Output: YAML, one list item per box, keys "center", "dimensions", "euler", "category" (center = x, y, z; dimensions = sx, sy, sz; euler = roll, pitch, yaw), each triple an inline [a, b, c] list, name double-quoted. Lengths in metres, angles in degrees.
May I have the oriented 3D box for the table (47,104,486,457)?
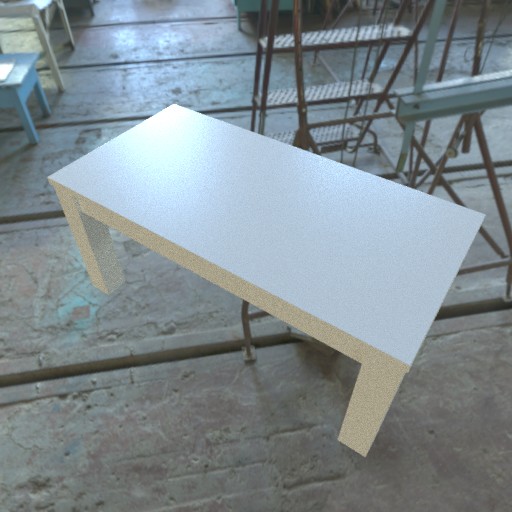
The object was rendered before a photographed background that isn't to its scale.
- center: [0.000, 0.000, 2.296]
  dimensions: [1.800, 0.790, 0.900]
  euler: [26, 51, 23]
  category: "table"
